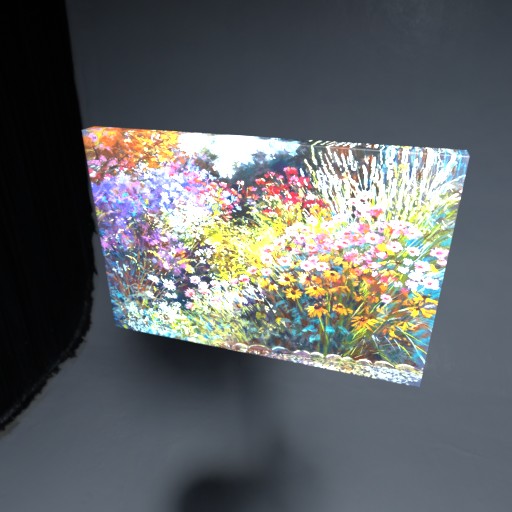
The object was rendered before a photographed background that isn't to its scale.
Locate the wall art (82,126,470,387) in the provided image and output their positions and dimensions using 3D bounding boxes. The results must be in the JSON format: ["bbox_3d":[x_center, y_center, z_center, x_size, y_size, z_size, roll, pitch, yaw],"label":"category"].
[{"bbox_3d":[0.000,0.000,0.780,0.610,0.406,0.037,8,28,15],"label":"wall art"}]
